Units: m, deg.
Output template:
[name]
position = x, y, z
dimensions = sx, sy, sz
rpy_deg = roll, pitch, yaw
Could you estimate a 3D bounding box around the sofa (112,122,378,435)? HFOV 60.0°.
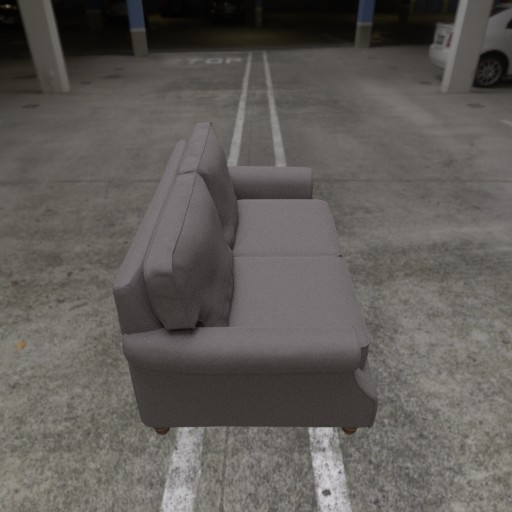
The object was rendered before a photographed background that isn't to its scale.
[sofa]
position = 0.000, 0.000, 2.236
dimensions = 0.964, 0.937, 1.665
rpy_deg = 0, 33, 0
